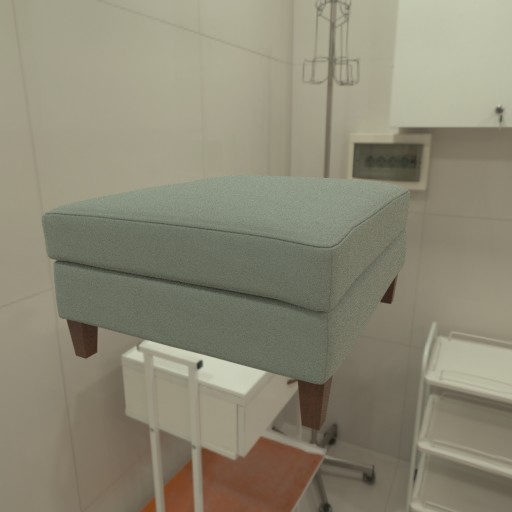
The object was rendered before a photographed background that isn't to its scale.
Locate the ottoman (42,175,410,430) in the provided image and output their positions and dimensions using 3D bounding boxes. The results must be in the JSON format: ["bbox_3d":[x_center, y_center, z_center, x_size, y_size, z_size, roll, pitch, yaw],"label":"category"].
[{"bbox_3d":[0.000,0.000,1.483,0.842,0.494,0.991,8,18,26],"label":"ottoman"}]
